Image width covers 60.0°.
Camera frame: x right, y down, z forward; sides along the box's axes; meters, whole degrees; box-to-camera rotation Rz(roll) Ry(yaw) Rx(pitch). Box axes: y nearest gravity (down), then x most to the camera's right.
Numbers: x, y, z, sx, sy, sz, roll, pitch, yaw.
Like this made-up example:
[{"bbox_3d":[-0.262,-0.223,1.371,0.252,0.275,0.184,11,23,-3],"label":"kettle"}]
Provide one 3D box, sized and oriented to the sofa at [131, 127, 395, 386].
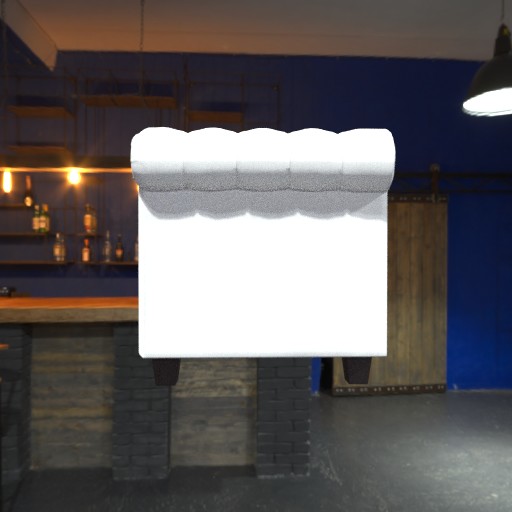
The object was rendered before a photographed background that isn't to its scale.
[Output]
[{"bbox_3d":[0.000,0.000,2.151,0.771,0.796,1.798,0,1,-1],"label":"sofa"}]
